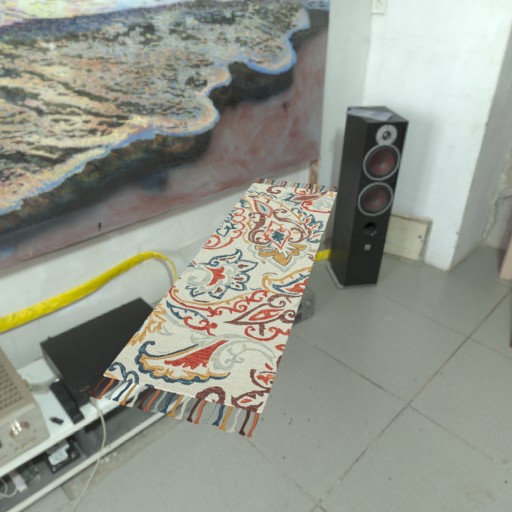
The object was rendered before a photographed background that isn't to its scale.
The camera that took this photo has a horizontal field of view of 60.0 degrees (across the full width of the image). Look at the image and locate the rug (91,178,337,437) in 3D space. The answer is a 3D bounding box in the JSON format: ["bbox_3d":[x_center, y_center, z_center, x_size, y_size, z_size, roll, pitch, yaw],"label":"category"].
[{"bbox_3d":[0.000,0.000,2.954,0.763,0.015,2.682,9,32,14],"label":"rug"}]
